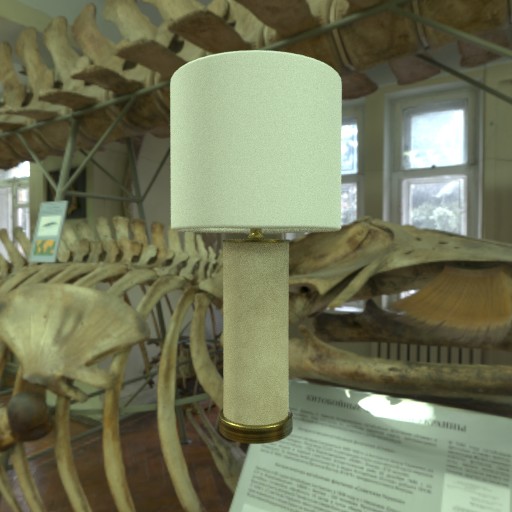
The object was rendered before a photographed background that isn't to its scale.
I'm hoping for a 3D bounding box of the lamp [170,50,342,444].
[{"bbox_3d":[0.000,0.000,0.811,0.305,0.634,0.305,0,1,0],"label":"lamp"}]
